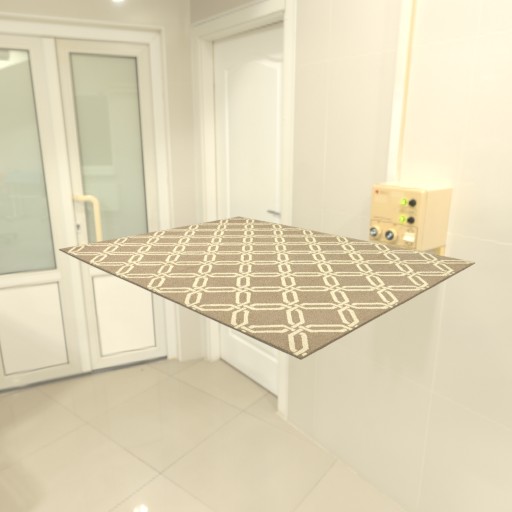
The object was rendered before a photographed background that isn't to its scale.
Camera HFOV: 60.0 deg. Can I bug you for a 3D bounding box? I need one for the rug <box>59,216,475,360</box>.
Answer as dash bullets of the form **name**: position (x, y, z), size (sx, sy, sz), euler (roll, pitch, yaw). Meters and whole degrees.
- **rug**: position (0.000, 0.000, 3.905), size (2.895, 0.018, 2.288), euler (15, 22, 43)
